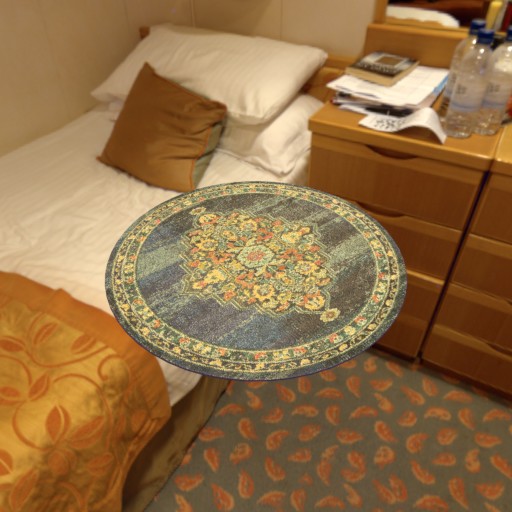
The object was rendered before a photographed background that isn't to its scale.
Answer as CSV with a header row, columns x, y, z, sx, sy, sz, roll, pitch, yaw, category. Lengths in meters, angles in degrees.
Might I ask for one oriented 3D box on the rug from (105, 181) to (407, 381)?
x,y,z,sx,sy,sz,roll,pitch,yaw,category
0.000,0.000,3.614,2.386,0.014,2.386,0,40,0,rug
